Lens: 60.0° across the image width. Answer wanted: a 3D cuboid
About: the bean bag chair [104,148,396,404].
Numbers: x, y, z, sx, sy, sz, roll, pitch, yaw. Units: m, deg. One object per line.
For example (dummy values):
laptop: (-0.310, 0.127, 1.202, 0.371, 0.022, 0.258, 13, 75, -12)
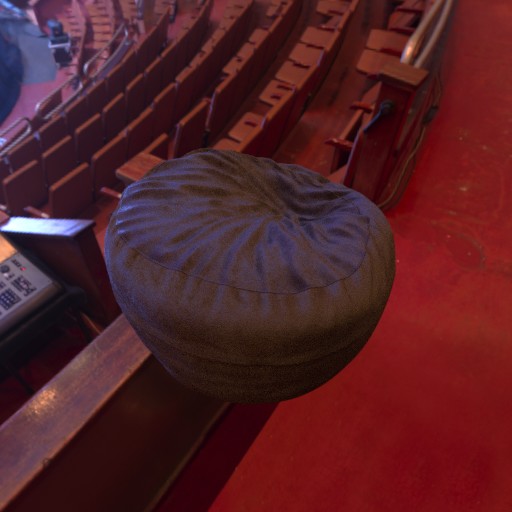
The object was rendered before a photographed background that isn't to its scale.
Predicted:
bean bag chair: (0.000, 0.000, 2.054, 1.245, 0.821, 1.245, 0, 47, 0)
